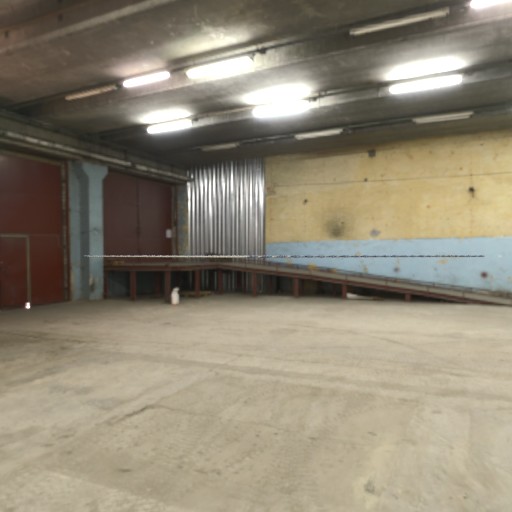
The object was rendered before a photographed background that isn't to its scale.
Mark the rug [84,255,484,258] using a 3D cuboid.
[{"bbox_3d":[0.000,0.000,4.463,2.471,0.016,3.416,0,0,-36],"label":"rug"}]
